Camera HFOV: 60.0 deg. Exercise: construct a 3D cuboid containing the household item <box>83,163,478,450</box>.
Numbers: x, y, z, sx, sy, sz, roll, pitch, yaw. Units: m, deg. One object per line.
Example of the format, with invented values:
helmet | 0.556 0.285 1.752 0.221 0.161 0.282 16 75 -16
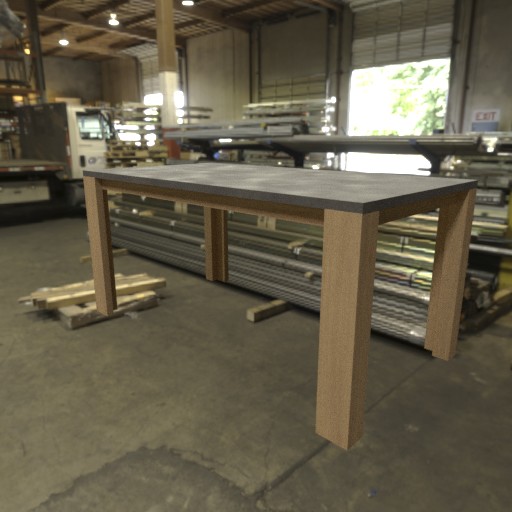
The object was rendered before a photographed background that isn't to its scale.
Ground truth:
household item | 0.000 0.000 2.079 1.600 0.755 0.850 14 21 42
